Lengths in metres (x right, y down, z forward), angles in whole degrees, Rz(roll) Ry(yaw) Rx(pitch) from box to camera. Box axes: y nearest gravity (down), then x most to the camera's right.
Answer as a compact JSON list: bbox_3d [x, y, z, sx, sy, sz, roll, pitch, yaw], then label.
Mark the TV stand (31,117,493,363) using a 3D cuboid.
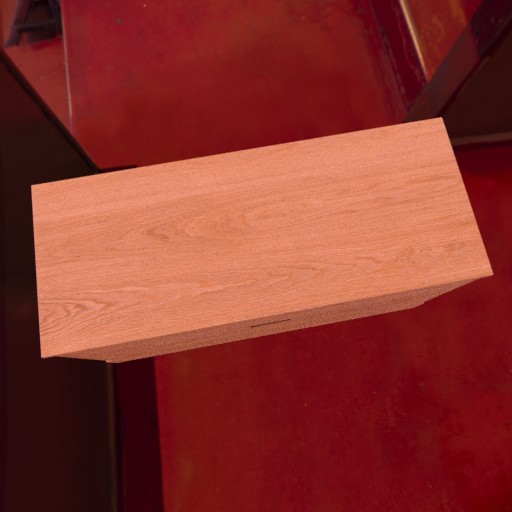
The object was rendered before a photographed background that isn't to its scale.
[{"bbox_3d":[0.000,0.000,1.359,1.080,0.550,0.440,-10,75,-3],"label":"TV stand"}]
